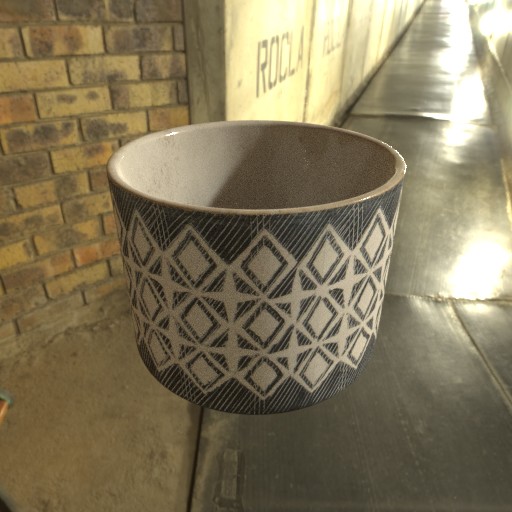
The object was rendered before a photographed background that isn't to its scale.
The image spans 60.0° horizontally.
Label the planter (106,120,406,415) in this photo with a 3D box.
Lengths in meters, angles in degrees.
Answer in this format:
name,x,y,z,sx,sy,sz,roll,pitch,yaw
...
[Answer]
name,x,y,z,sx,sy,sz,roll,pitch,yaw
planter,0.000,0.000,0.220,0.126,0.104,0.126,0,30,0
